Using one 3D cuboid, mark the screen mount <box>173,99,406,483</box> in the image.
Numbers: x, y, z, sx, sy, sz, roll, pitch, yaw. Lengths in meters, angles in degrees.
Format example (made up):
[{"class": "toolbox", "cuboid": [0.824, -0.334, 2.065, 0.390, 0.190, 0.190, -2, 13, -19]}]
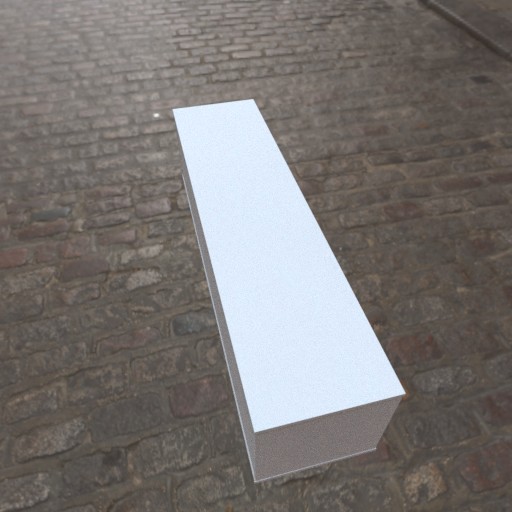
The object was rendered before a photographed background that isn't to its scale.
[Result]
[{"class": "screen mount", "cuboid": [0.000, 0.000, 1.822, 0.418, 0.520, 1.600, -11, 48, -10]}]
